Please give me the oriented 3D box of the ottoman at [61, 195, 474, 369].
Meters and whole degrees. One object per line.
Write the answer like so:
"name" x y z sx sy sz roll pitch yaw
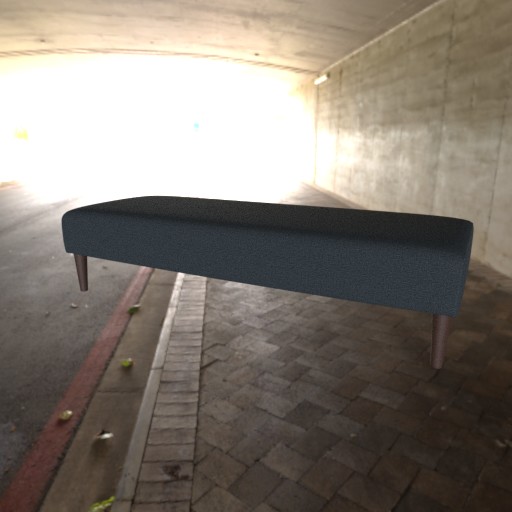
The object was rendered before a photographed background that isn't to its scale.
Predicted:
"ottoman" 0.000 0.000 1.864 1.609 0.393 0.646 8 17 26
